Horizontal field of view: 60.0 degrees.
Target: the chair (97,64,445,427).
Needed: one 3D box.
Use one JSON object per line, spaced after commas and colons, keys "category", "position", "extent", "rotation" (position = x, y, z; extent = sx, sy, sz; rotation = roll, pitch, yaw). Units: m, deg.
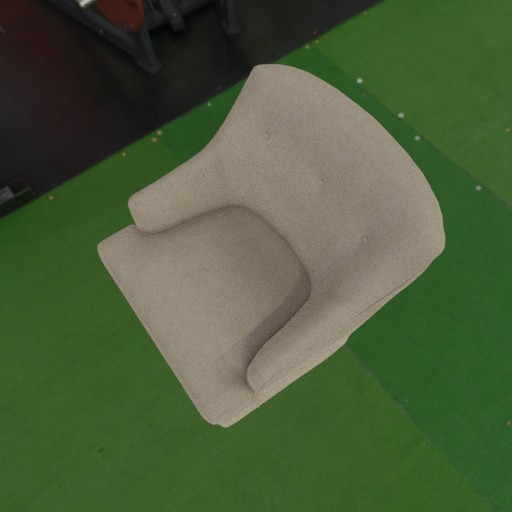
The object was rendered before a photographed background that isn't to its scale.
{"category": "chair", "position": [0.000, 0.000, 1.601], "extent": [0.923, 0.856, 0.864], "rotation": [-34, 69, -15]}
